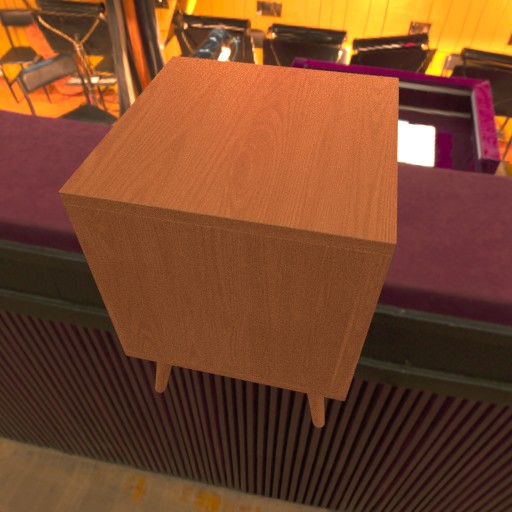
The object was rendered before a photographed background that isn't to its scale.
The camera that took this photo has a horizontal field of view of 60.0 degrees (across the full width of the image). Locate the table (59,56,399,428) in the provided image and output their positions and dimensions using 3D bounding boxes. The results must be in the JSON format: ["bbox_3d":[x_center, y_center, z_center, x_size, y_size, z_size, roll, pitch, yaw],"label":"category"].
[{"bbox_3d":[0.000,0.000,0.839,0.400,0.550,0.400,9,48,9],"label":"table"}]
